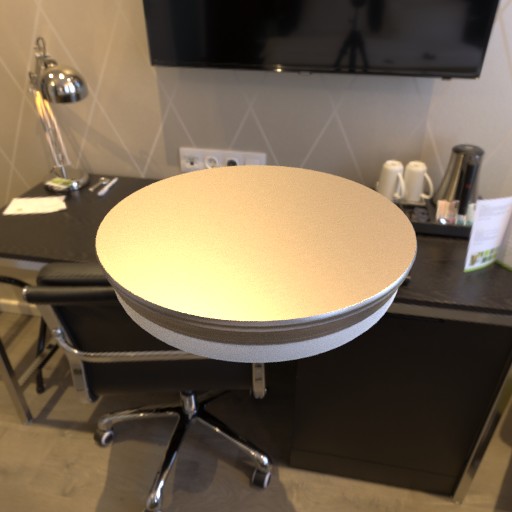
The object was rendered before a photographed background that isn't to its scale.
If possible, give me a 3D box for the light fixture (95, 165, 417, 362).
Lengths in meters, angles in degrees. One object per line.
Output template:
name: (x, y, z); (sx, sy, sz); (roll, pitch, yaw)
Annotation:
light fixture: (0.000, 0.000, 0.554); (0.368, 0.100, 0.368); (0, 32, 0)
